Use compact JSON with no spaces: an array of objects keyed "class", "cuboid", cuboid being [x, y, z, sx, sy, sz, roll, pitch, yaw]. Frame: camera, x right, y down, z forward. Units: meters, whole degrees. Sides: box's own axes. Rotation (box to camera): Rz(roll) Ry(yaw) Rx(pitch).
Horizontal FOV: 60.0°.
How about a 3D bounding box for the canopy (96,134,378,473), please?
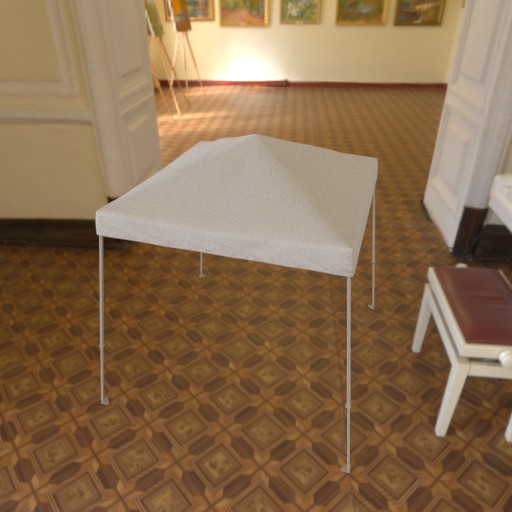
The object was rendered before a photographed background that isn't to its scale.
[{"class":"canopy","cuboid":[0.000,0.000,6.539,3.599,3.600,3.600,9,32,15]}]
